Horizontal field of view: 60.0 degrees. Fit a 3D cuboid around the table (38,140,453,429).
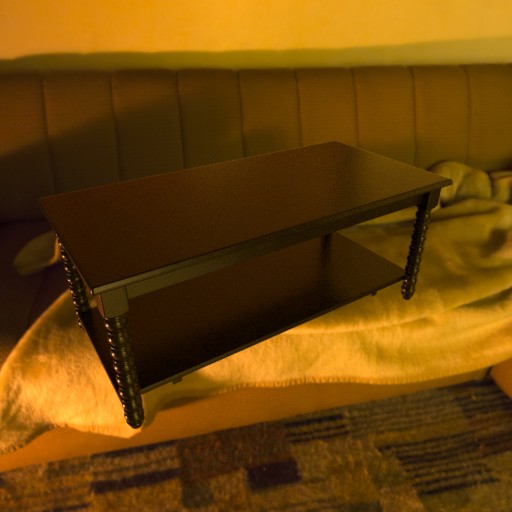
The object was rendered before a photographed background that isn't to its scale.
[{"bbox_3d":[0.000,0.000,1.496,1.171,0.487,0.580,-18,34,-28],"label":"table"}]
